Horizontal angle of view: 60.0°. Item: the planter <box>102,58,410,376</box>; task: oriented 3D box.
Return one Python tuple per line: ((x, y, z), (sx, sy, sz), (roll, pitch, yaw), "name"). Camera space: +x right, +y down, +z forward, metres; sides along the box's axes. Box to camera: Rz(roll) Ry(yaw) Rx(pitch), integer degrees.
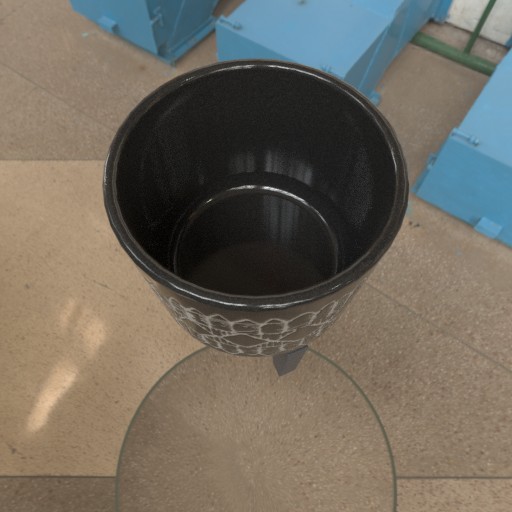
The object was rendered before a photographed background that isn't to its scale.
((0.000, 0.000, 0.266), (0.129, 0.177, 0.129), (0, 64, 0), "planter")
